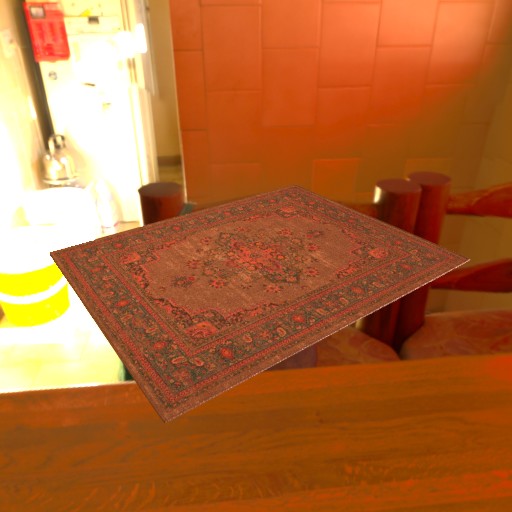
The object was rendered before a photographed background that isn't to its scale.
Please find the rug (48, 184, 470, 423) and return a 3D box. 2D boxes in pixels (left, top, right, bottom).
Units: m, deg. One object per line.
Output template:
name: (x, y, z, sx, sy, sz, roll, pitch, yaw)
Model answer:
rug: (0.000, 0.000, 4.082, 3.057, 0.013, 2.434, -20, 35, -31)
